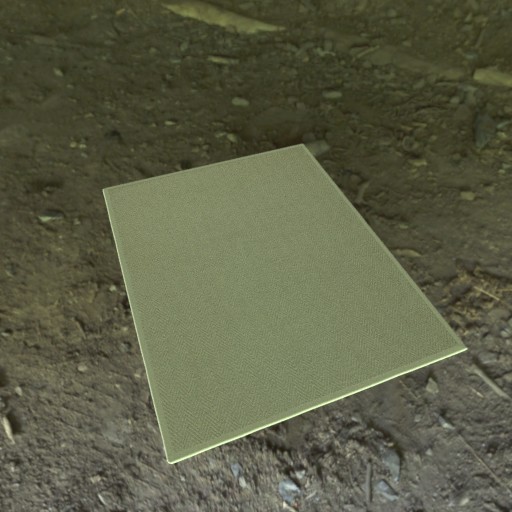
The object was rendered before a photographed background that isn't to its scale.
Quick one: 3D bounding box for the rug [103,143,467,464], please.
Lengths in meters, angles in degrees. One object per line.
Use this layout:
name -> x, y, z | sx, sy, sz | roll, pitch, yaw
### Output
rug -> 0.000, 0.000, 4.155 | 2.407, 0.020, 3.051 | -16, 50, -14
